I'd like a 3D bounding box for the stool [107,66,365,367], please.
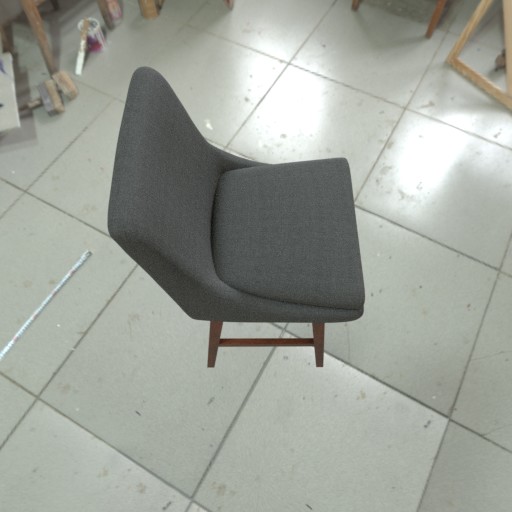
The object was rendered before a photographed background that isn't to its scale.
[{"bbox_3d":[0.000,0.000,1.251,0.524,0.977,0.447,0,63,0],"label":"stool"}]
